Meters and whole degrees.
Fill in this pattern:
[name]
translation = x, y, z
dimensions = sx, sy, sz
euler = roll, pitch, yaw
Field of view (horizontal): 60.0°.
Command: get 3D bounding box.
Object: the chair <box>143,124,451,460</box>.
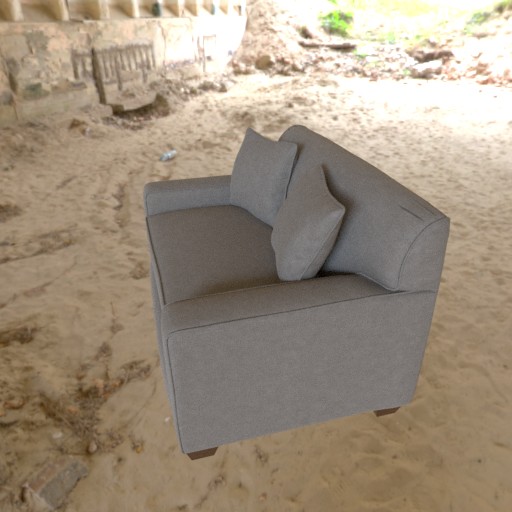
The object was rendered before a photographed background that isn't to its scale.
[chair]
translation = 0.000, 0.000, 2.076
dimensions = 0.992, 0.953, 1.395
euler = -8, 30, -13
